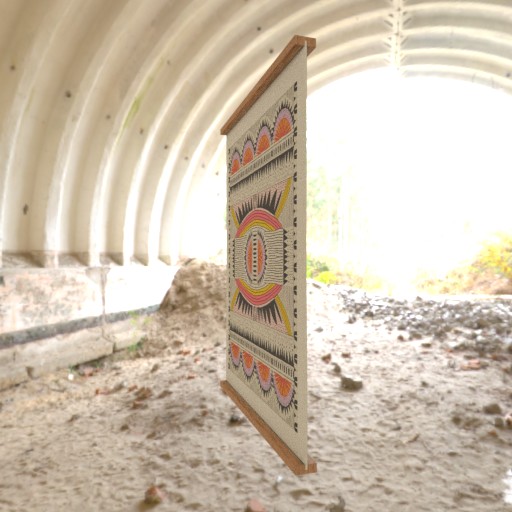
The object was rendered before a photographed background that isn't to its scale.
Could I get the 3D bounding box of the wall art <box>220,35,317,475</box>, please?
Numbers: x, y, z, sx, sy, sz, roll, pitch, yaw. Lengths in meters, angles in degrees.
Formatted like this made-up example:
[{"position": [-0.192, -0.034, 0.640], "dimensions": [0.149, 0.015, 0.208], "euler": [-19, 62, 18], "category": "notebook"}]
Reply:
[{"position": [0.000, 0.000, 0.725], "dimensions": [0.028, 0.527, 0.403], "euler": [0, -1, -18], "category": "wall art"}]
